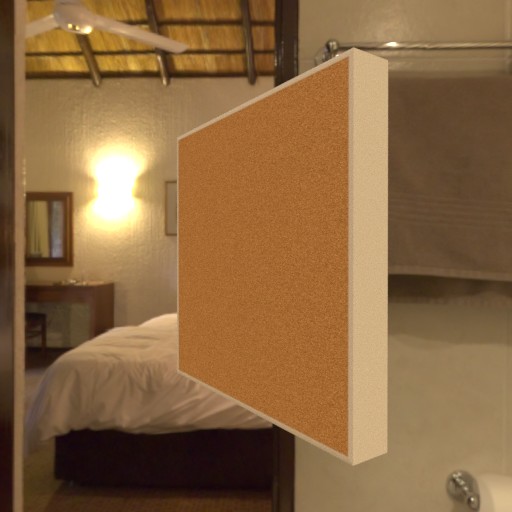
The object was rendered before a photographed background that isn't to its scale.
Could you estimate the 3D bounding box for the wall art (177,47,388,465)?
[{"bbox_3d":[0.000,0.000,0.459,0.038,0.304,0.305,0,1,-34],"label":"wall art"}]
